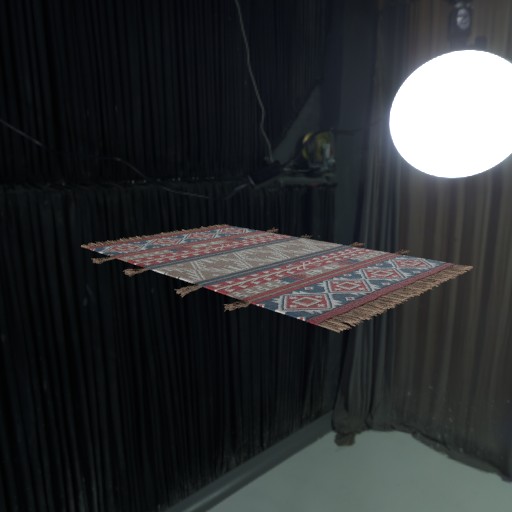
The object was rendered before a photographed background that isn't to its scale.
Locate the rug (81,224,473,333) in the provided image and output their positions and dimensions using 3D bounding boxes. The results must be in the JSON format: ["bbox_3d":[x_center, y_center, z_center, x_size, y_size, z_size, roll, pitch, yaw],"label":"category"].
[{"bbox_3d":[0.000,0.000,2.602,1.469,0.040,2.025,-13,18,-43],"label":"rug"}]
